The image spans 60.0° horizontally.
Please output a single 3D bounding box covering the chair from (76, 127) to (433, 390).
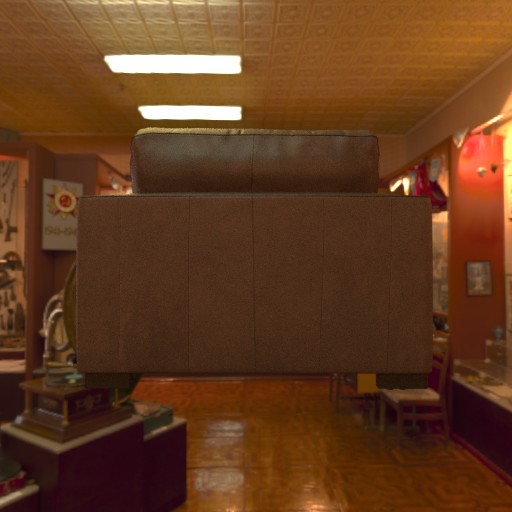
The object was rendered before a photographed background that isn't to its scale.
[{"bbox_3d":[0.000,0.000,1.819,1.100,0.812,1.069,0,-1,0],"label":"chair"}]
